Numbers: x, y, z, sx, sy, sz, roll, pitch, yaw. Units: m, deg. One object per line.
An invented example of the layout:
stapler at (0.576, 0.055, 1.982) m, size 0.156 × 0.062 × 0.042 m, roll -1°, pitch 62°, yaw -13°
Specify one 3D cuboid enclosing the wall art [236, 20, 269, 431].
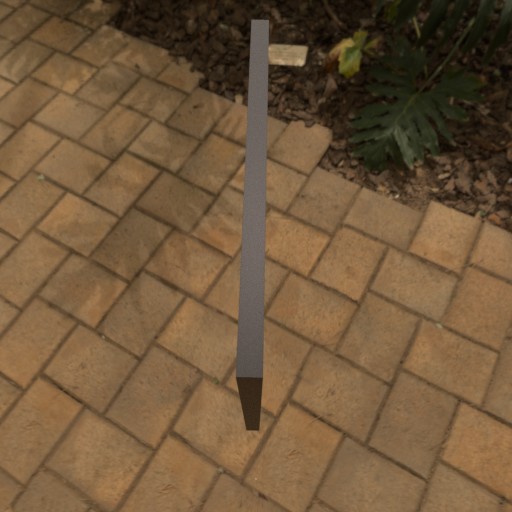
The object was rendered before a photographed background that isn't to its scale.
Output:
wall art at (0.000, 0.000, 1.129) m, size 0.038 × 0.762 × 0.762 m, roll 1°, pitch 63°, yaw 1°
